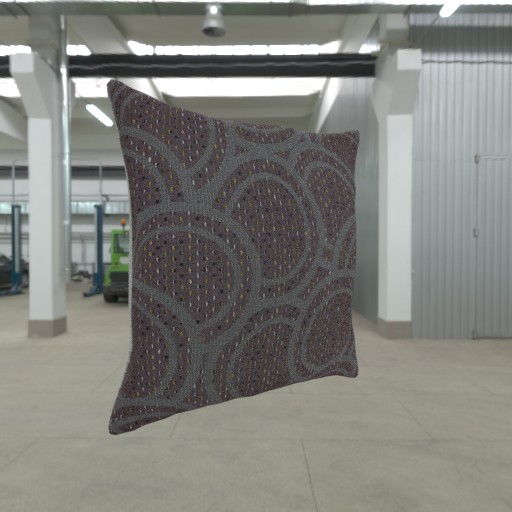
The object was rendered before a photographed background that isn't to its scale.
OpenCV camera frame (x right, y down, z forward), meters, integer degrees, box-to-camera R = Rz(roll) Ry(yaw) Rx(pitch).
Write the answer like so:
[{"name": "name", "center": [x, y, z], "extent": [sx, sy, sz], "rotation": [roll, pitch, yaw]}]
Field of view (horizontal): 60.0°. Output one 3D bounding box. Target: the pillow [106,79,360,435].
[{"name": "pillow", "center": [0.000, 0.000, 0.777], "extent": [0.514, 0.513, 0.163], "rotation": [-1, 1, -35]}]
